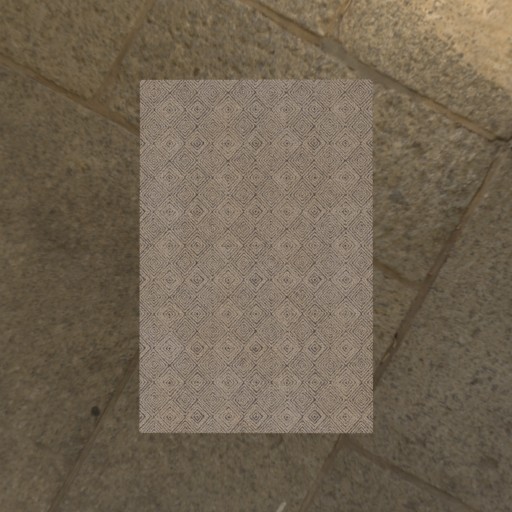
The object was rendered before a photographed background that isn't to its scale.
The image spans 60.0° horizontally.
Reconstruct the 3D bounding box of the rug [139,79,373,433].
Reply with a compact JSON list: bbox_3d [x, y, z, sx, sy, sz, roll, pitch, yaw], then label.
[{"bbox_3d":[0.000,0.000,2.240,1.175,0.008,1.783,0,90,0],"label":"rug"}]
